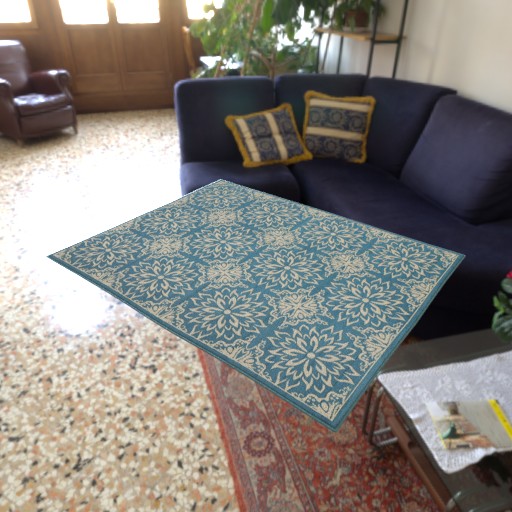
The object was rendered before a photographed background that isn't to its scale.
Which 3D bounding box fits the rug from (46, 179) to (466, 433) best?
[{"bbox_3d":[0.000,0.000,3.986,2.964,0.018,2.350,22,38,32],"label":"rug"}]
